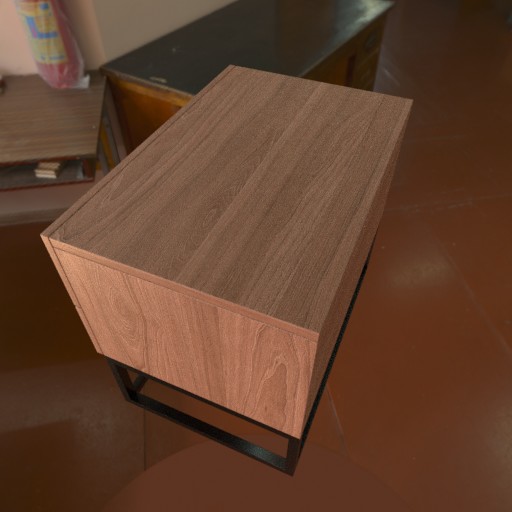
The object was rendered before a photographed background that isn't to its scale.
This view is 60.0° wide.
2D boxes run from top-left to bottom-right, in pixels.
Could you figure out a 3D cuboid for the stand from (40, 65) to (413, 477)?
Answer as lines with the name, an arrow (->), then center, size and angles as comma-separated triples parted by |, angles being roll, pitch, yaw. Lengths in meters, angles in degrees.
stand -> 0.000, 0.000, 0.929 | 0.420, 0.500, 0.600 | 18, 49, 16
